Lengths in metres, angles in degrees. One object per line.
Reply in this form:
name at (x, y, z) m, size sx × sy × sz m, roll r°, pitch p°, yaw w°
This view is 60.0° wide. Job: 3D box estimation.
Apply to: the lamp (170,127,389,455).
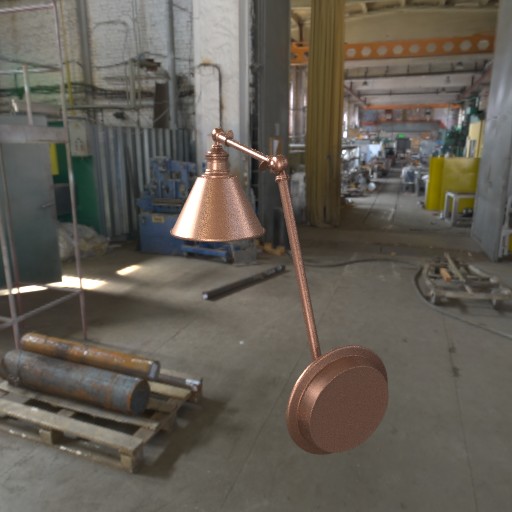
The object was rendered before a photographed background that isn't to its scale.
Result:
lamp at (0.000, 0.000, 0.880) m, size 0.223 × 0.502 × 0.624 m, roll -7°, pitch 16°, yaw -26°
